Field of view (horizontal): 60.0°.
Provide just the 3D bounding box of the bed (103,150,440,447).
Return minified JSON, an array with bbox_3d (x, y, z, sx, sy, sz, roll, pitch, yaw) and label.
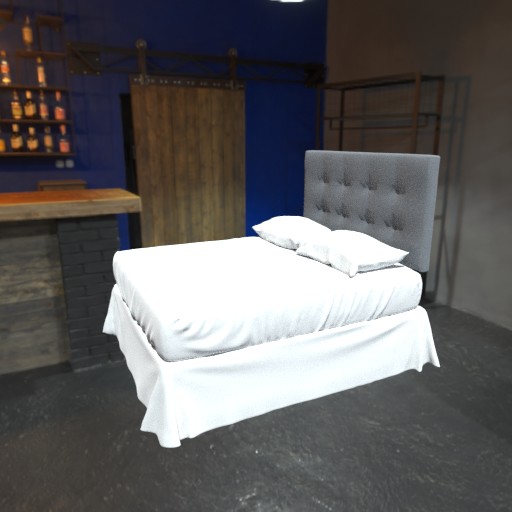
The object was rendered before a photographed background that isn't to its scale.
[{"bbox_3d":[0.000,0.000,3.506,2.222,1.577,1.936,-7,16,-25],"label":"bed"}]
